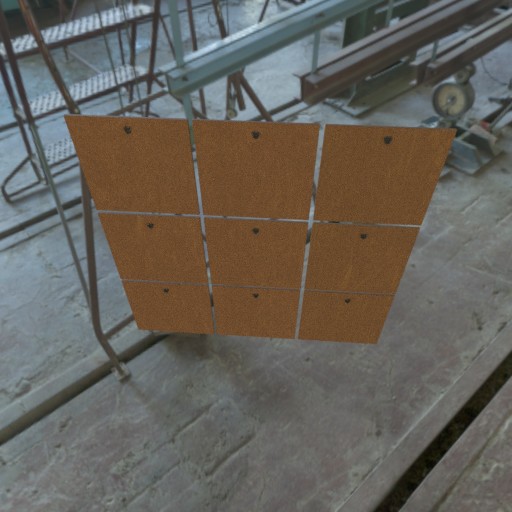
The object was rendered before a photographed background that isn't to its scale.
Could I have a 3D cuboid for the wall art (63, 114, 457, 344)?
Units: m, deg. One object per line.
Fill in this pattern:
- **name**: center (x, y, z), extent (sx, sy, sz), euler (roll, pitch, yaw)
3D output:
- **wall art**: center (0.000, 0.000, 2.274), extent (1.526, 1.522, 0.023), euler (3, 47, 3)
